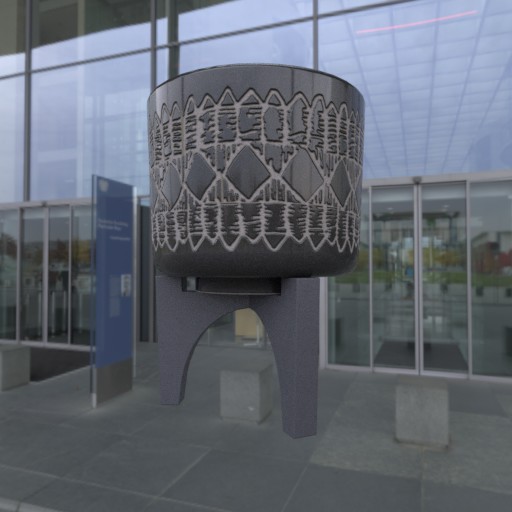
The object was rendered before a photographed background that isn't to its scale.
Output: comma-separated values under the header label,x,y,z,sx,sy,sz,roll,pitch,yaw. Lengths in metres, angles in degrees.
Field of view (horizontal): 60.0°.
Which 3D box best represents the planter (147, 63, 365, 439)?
label,x,y,z,sx,sy,sz,roll,pitch,yaw
planter,0.000,0.000,0.267,0.129,0.177,0.129,0,-1,0
